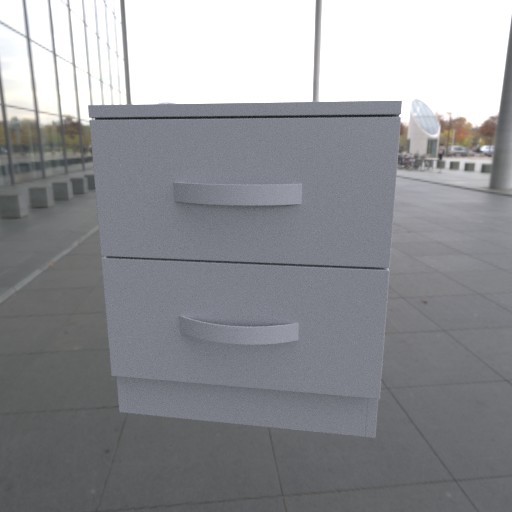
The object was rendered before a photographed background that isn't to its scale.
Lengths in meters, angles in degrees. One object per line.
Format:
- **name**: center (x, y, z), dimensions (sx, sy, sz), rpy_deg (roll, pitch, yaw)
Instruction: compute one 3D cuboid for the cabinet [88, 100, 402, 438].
- **cabinet**: center (0.000, 0.000, 0.758), dimensions (0.400, 0.470, 0.360), rpy_deg (2, 14, 9)
